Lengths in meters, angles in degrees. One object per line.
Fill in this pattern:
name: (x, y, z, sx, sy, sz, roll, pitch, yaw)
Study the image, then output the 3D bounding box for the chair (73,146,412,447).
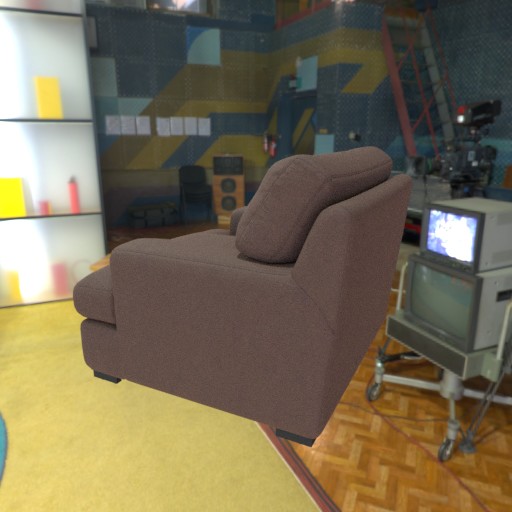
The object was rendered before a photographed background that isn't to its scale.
chair: (0.000, 0.000, 1.986, 1.143, 0.940, 1.168, 8, 17, 26)
